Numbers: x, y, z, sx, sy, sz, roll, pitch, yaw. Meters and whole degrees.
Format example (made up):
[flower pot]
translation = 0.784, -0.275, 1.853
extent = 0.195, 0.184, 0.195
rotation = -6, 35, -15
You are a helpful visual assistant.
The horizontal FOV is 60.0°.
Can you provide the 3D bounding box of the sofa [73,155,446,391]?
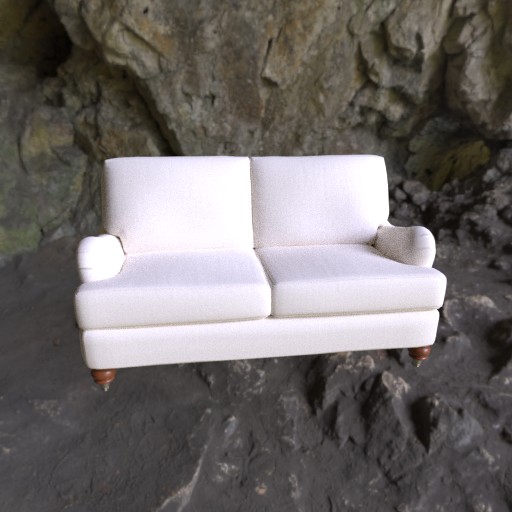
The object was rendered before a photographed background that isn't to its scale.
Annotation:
[sofa]
translation = 0.000, 0.000, 2.575
extent = 1.853, 1.101, 1.084
rotation = -2, 17, -8
